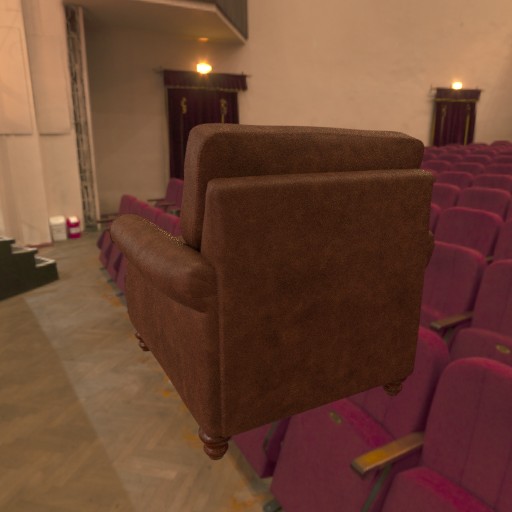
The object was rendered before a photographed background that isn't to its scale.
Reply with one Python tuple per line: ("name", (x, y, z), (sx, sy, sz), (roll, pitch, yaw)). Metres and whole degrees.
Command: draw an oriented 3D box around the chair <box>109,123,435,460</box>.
("chair", (0.000, 0.000, 1.740), (0.996, 0.976, 1.002), (-8, 17, -27))
